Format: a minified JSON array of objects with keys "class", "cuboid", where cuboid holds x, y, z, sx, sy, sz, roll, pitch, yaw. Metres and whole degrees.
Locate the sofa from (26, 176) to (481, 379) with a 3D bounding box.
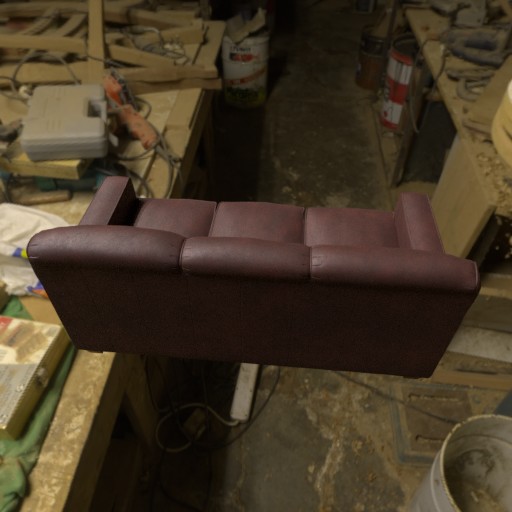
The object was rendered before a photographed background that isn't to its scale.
[{"class":"sofa","cuboid":[0.000,0.000,2.544,2.039,0.953,1.008,4,46,4]}]
